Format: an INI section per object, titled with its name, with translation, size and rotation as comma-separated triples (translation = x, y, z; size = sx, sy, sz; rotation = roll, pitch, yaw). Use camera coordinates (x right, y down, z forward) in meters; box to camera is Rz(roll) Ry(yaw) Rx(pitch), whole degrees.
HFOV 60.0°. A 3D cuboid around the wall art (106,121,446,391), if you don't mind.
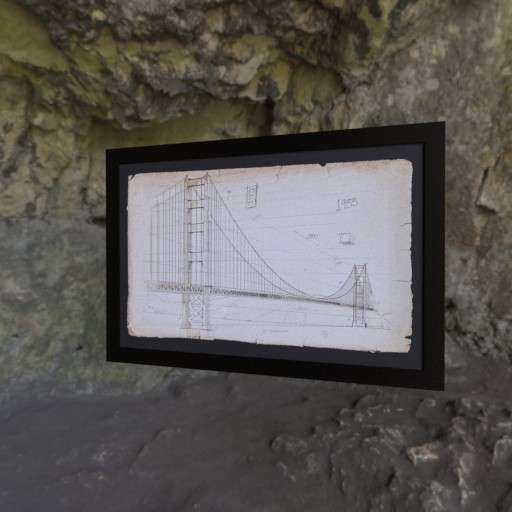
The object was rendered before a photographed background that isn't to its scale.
[wall art]
translation = 0.000, 0.000, 0.838
size = 0.660, 0.447, 0.013
rotation = 0, 1, 18
